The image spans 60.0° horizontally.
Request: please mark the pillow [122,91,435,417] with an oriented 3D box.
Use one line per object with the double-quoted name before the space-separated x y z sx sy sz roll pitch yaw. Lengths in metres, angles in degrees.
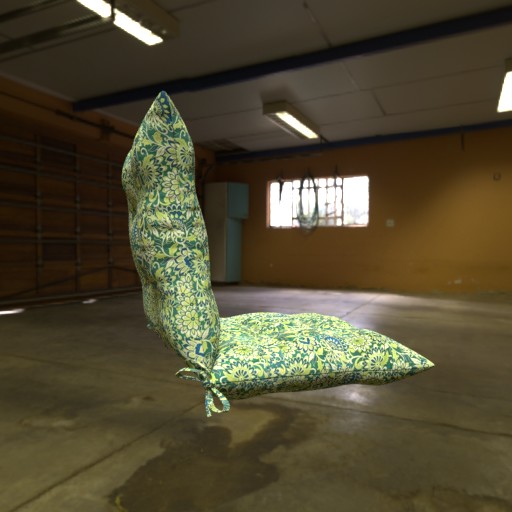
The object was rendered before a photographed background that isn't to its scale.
"pillow" 0.000 0.000 1.012 0.585 0.536 0.541 0 1 -20
